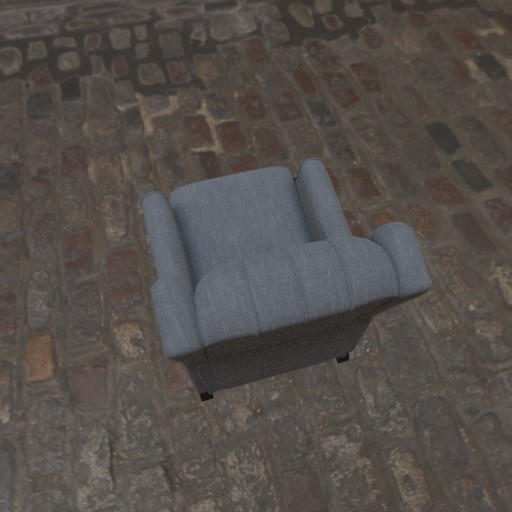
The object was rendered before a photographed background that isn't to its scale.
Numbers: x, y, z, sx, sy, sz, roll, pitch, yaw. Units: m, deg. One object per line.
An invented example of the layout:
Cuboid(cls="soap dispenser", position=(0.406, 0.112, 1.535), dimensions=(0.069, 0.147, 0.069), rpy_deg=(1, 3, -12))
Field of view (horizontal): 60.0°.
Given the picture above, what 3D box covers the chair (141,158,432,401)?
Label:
Cuboid(cls="chair", position=(0.000, 0.000, 1.636), dimensions=(0.742, 1.035, 0.898), rpy_deg=(-13, 61, -8))
